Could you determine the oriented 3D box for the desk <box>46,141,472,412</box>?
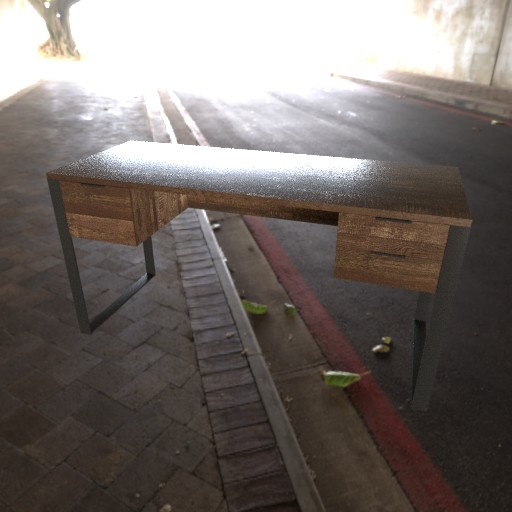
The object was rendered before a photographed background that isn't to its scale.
[{"bbox_3d":[0.000,0.000,1.927,1.524,0.762,0.599,9,28,16],"label":"desk"}]
